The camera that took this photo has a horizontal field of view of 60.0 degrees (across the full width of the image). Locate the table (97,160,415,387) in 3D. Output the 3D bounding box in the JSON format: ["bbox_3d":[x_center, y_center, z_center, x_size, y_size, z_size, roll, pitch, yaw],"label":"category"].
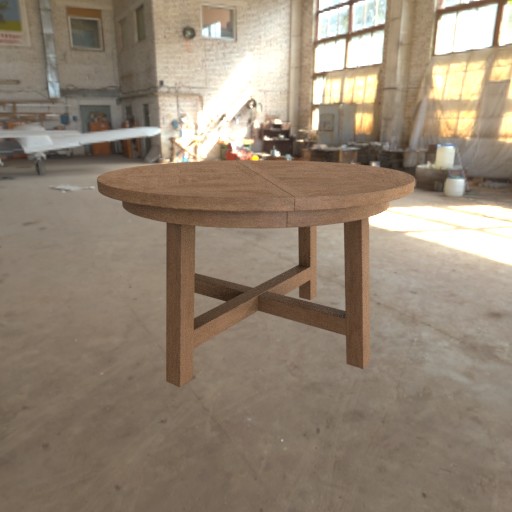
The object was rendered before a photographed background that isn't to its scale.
[{"bbox_3d":[0.000,0.000,2.054,1.319,0.762,1.319,0,17,0],"label":"table"}]
